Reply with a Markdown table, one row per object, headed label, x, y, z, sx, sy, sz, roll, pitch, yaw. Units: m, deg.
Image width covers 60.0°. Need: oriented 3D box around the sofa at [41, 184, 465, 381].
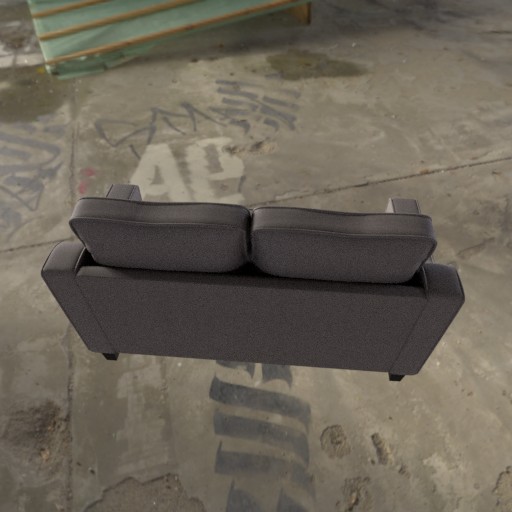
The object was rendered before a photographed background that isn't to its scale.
| label | x | y | z | sx | sy | sz | roll | pitch | yaw |
| --- | --- | --- | --- | --- | --- | --- | --- | --- | --- |
| sofa | 0.000 | 0.000 | 2.002 | 1.500 | 0.948 | 0.791 | 3 | 46 | 3 |
